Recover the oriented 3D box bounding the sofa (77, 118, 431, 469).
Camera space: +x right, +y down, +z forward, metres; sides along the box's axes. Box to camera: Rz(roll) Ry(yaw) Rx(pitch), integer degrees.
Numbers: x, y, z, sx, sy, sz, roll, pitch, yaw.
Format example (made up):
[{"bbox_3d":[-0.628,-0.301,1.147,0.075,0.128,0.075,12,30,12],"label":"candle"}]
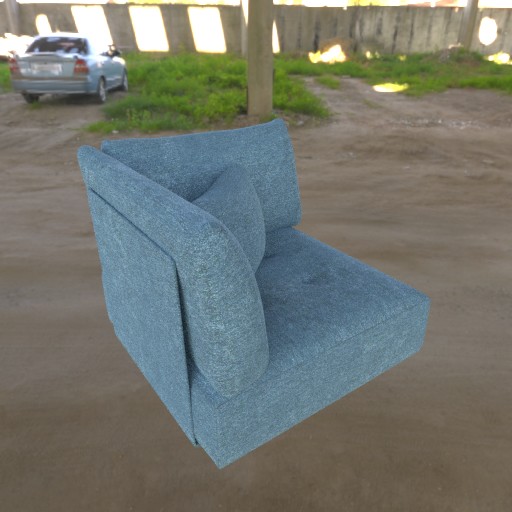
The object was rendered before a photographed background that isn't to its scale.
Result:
[{"bbox_3d":[0.000,0.000,1.715,1.000,0.820,1.000,-18,32,-31],"label":"sofa"}]
